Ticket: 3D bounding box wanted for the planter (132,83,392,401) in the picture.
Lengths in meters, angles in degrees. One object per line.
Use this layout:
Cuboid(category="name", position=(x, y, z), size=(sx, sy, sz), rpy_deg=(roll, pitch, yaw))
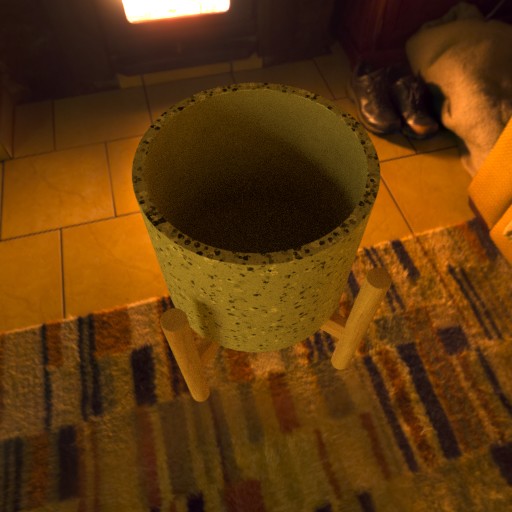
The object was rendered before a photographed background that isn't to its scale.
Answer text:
Cuboid(category="planter", position=(0.000, 0.000, 0.534), size=(0.284, 0.320, 0.284), rpy_deg=(-31, 62, -18))
